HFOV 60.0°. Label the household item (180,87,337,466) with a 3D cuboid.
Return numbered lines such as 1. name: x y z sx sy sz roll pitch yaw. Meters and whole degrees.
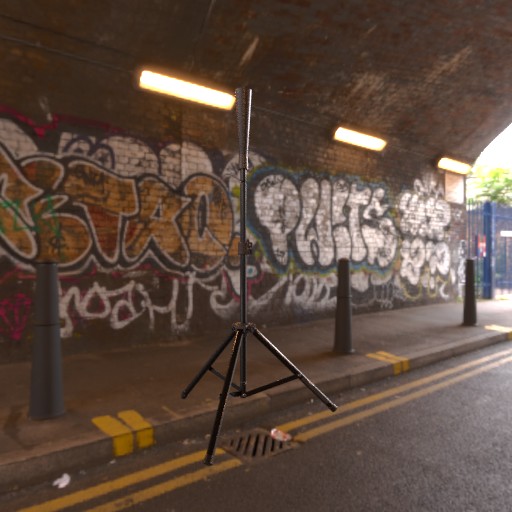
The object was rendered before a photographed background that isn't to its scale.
1. household item: 0.000 0.000 1.390 0.559 1.067 0.559 0 0 -1
